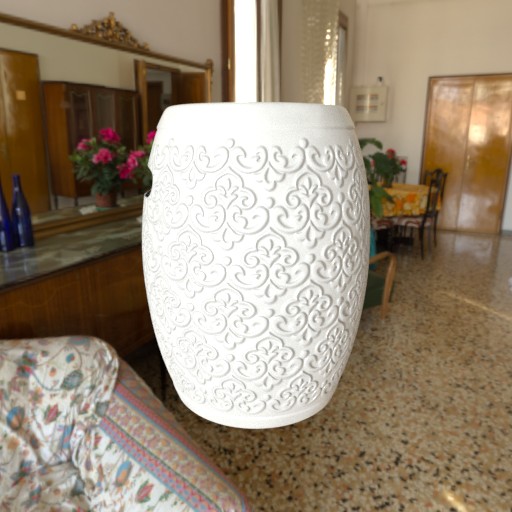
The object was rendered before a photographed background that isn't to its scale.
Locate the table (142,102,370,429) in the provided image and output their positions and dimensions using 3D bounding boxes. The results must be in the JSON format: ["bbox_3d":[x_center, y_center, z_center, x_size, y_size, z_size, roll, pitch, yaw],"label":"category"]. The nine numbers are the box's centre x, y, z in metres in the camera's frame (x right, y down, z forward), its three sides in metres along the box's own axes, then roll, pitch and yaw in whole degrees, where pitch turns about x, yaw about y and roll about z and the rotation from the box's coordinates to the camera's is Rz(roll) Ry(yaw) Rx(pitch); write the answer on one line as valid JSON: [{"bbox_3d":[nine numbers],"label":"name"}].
[{"bbox_3d":[0.000,0.000,0.624,0.309,0.397,0.309,0,15,0],"label":"table"}]
